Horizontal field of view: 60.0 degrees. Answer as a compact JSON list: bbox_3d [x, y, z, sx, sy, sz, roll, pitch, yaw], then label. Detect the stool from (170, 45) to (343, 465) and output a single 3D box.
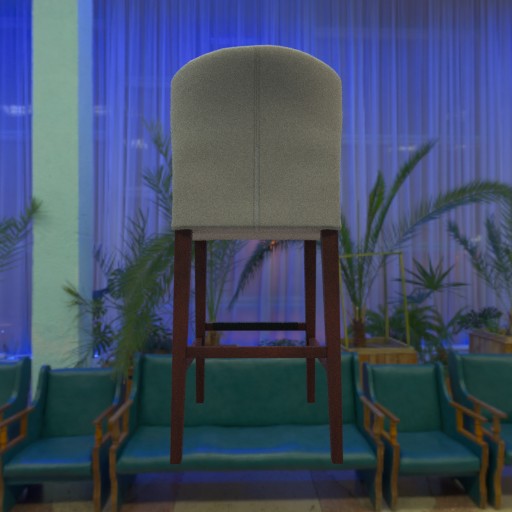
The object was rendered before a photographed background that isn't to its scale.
[{"bbox_3d":[0.000,0.000,1.391,0.479,1.069,0.568,0,-1,0],"label":"stool"}]
